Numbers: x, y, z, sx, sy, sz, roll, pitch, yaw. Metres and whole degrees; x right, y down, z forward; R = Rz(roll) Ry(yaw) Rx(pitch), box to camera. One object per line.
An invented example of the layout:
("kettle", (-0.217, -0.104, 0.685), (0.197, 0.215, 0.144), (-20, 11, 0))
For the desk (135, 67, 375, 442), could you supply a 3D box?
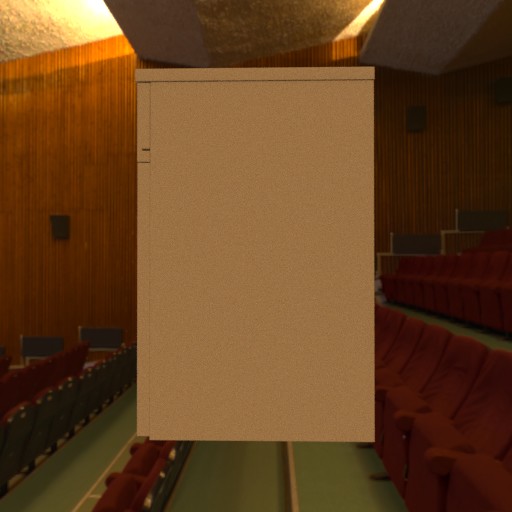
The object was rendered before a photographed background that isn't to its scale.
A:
("desk", (0.000, 0.000, 1.314), (0.482, 0.730, 0.898), (0, -1, 1))
